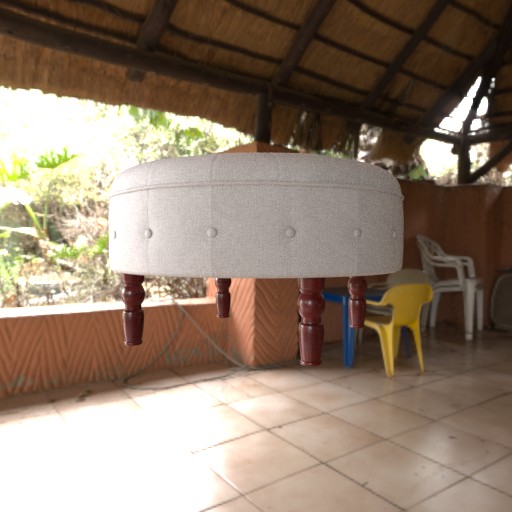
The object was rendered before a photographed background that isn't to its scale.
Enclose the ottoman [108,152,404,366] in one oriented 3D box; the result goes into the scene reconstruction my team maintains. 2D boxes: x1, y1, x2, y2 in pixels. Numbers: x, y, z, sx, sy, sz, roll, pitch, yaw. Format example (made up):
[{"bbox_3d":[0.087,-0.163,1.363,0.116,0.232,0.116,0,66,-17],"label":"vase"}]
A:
[{"bbox_3d":[0.000,0.000,1.344,0.849,0.478,0.849,0,1,0],"label":"ottoman"}]
